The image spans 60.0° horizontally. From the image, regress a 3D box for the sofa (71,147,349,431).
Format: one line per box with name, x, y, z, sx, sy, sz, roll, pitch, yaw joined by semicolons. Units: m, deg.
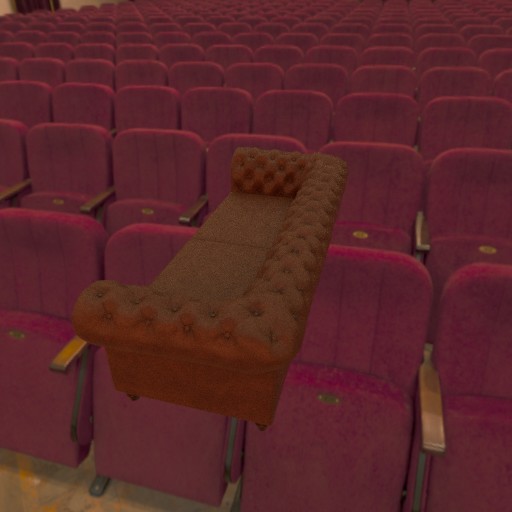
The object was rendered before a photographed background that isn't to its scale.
sofa;0.000;0.000;2.834;0.944;0.783;2.385;8;31;13
